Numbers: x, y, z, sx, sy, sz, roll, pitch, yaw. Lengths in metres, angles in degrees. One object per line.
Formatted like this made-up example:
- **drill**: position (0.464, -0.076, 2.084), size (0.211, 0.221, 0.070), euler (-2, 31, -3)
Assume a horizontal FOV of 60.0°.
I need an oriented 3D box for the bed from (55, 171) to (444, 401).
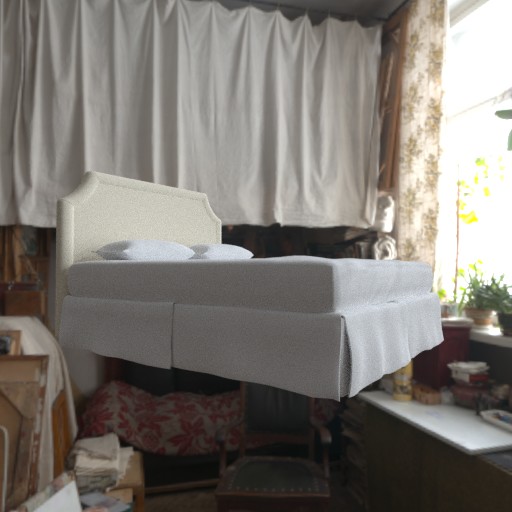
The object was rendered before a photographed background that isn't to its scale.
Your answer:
- **bed**: position (0.000, 0.000, 4.007), size (2.773, 1.590, 2.350), euler (-1, -1, 35)
